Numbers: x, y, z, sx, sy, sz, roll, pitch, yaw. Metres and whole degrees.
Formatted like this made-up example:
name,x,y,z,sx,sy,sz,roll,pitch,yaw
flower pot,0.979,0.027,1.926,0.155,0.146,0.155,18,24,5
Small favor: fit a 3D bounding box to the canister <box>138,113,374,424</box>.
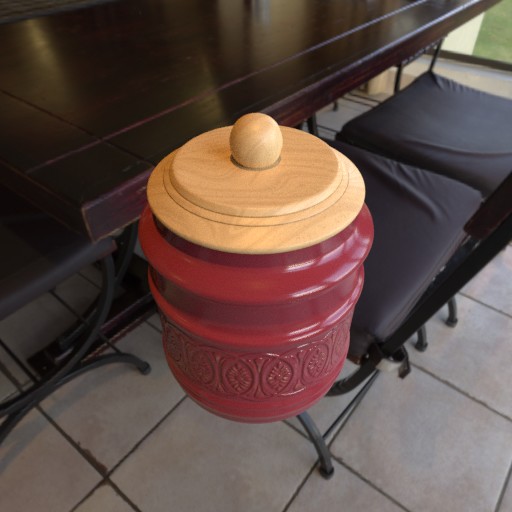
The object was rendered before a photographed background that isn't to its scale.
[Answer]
name,x,y,z,sx,sy,sz,roll,pitch,yaw
canister,0.000,0.000,0.268,0.130,0.176,0.130,0,42,0
